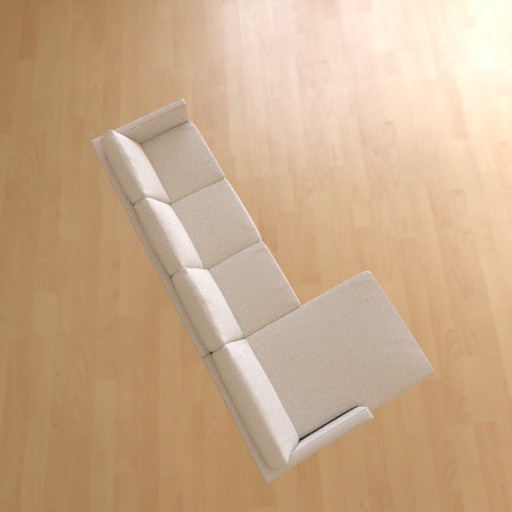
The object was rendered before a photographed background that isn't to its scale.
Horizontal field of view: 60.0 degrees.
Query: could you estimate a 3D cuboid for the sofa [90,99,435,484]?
[{"bbox_3d":[0.000,0.000,3.893,1.625,0.846,3.186,-28,76,-8],"label":"sofa"}]
